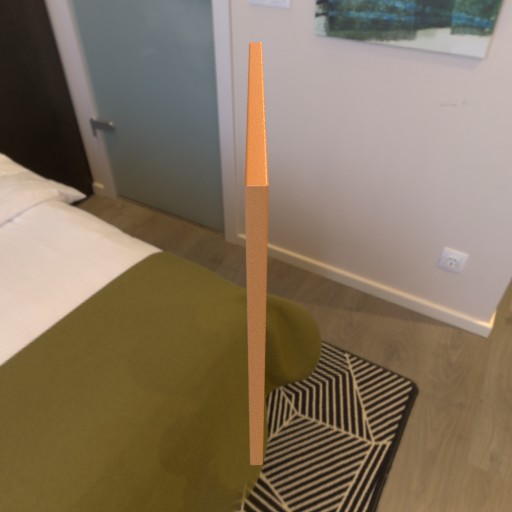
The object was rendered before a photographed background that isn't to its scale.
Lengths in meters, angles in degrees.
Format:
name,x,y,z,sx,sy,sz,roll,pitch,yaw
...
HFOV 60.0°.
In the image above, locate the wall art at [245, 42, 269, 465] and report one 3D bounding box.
name,x,y,z,sx,sy,sz,roll,pitch,yaw
wall art,0.000,0.000,0.513,0.015,0.379,0.310,0,41,0
